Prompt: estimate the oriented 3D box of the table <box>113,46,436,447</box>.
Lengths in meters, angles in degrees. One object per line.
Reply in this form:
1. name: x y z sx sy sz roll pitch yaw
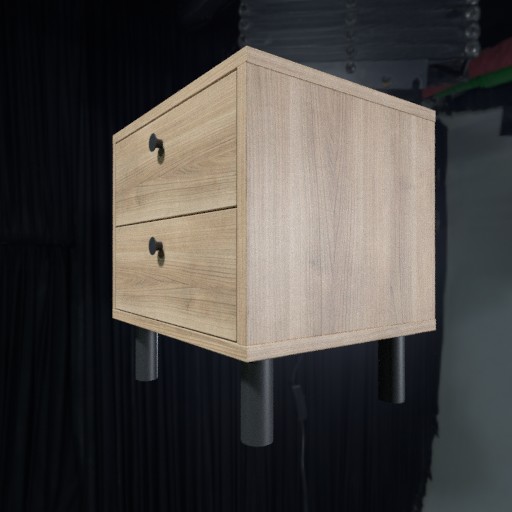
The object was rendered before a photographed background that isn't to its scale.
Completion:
1. table: 0.000 0.000 0.769 0.380 0.460 0.445 0 0 -36
